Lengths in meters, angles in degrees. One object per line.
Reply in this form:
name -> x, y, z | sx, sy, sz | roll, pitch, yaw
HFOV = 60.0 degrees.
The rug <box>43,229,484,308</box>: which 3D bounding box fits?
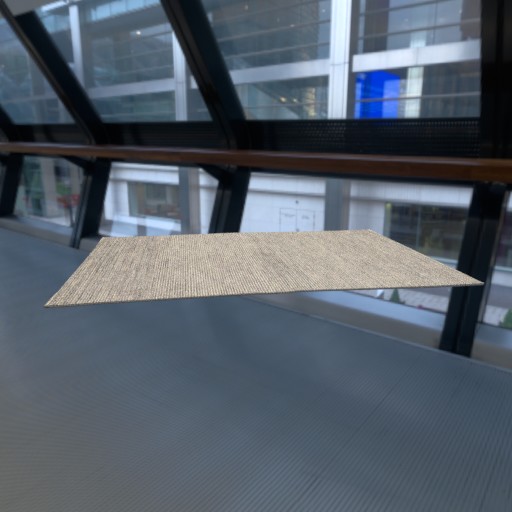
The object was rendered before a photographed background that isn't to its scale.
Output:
rug -> 0.000, 0.000, 3.031 | 2.307, 0.030, 1.604 | -2, 14, -8
